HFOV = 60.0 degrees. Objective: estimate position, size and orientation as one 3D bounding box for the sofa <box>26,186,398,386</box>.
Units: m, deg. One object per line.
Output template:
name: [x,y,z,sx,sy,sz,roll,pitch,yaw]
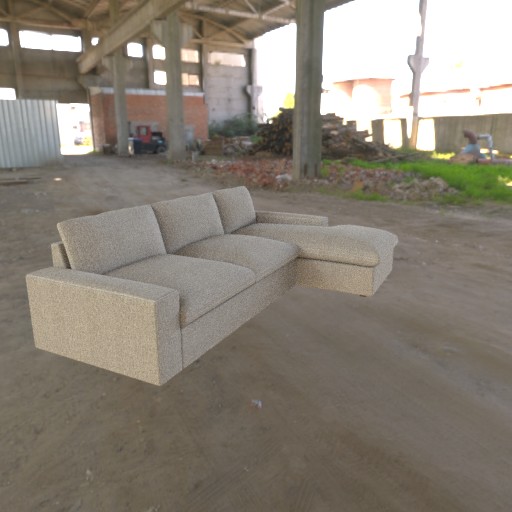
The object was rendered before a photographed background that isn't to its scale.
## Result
sofa: [0.000,0.000,3.445,1.689,0.813,2.718,8,17,26]
